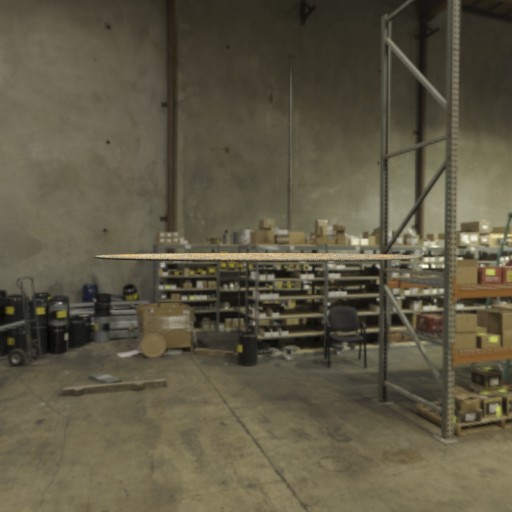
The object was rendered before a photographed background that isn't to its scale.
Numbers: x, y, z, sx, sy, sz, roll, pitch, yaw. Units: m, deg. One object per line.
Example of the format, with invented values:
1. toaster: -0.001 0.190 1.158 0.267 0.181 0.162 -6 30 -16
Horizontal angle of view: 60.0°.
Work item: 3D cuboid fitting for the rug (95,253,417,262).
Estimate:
1. rug: 0.000 0.000 2.336 1.598 0.010 1.598 0 1 0
